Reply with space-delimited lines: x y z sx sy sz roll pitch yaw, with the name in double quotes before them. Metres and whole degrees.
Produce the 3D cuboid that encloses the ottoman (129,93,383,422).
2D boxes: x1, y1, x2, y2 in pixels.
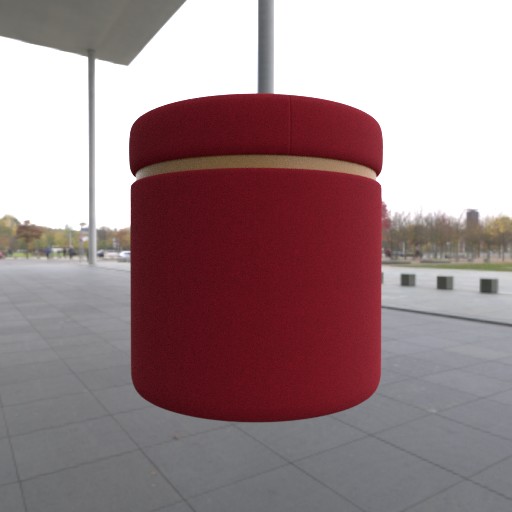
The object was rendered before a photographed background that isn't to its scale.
"ottoman" 0.000 0.000 0.726 0.400 0.406 0.400 0 1 0
